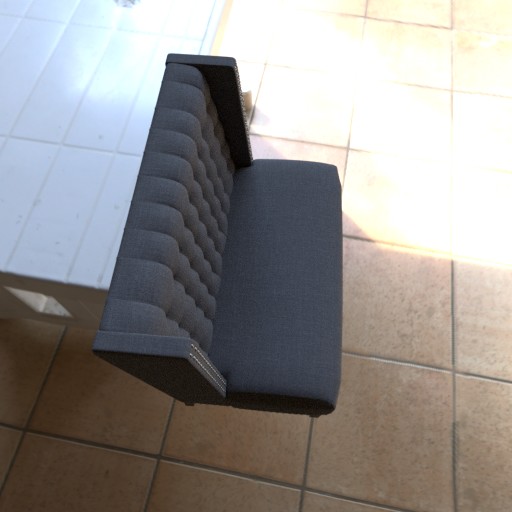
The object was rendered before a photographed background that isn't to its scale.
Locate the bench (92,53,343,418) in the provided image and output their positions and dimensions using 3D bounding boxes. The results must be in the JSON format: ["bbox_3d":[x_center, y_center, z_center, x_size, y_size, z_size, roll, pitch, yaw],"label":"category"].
[{"bbox_3d":[0.000,0.000,2.028,0.842,1.121,1.276,5,63,2],"label":"bench"}]
